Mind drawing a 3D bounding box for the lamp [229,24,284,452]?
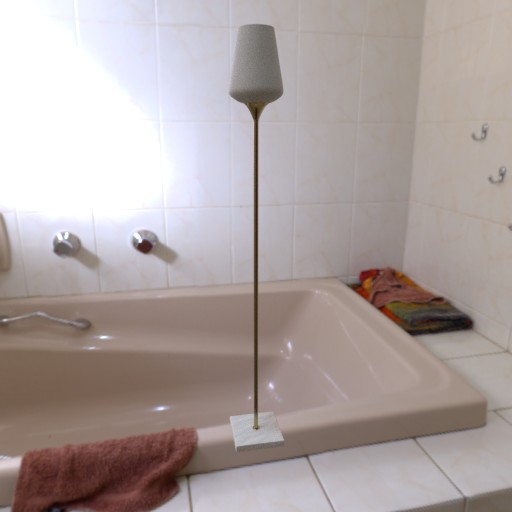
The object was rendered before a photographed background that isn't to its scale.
[{"bbox_3d":[0.000,0.000,1.942,0.229,1.813,0.232,-3,16,-10],"label":"lamp"}]
